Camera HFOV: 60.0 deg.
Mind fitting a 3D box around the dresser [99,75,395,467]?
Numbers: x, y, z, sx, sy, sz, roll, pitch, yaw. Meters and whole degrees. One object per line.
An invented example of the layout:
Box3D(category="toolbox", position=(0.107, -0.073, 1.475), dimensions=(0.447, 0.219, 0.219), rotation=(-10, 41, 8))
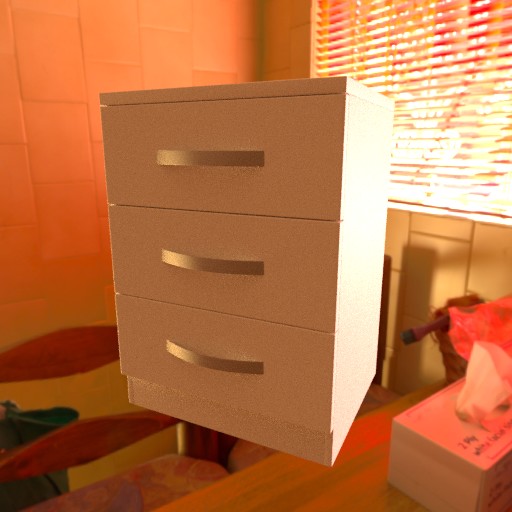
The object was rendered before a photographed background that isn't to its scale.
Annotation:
Box3D(category="dresser", position=(0.000, 0.000, 0.823), dimensions=(0.400, 0.560, 0.360), rotation=(7, 15, 25))
